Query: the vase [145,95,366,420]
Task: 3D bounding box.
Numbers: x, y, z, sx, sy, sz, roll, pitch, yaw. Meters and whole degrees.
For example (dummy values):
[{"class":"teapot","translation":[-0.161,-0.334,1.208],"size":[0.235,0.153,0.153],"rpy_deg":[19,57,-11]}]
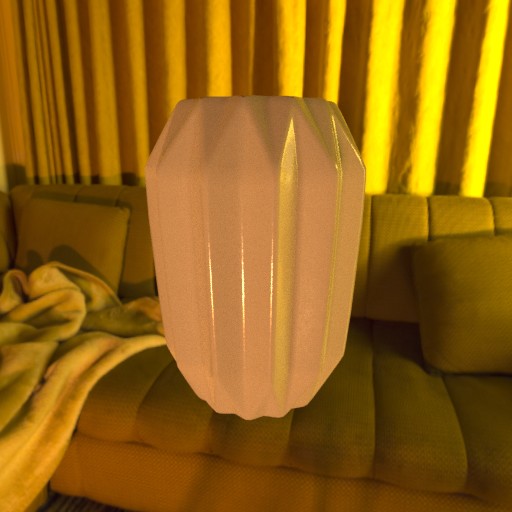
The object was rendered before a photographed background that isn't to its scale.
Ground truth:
[{"class":"vase","translation":[0.000,0.000,0.417],"size":[0.195,0.275,0.195],"rpy_deg":[0,15,0]}]
